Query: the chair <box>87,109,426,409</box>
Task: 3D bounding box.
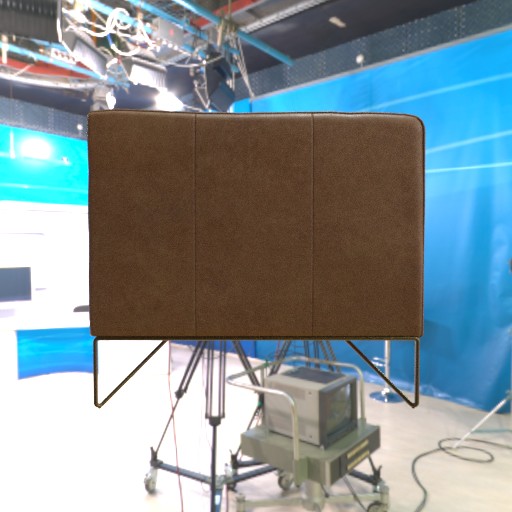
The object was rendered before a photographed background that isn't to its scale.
[{"bbox_3d":[0.000,0.000,1.615,0.912,0.797,0.920,0,1,0],"label":"chair"}]
